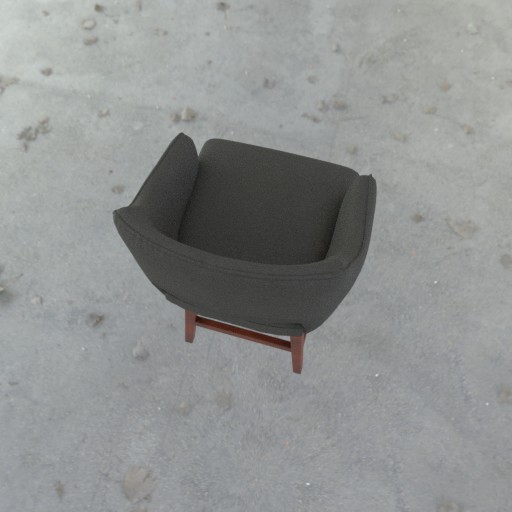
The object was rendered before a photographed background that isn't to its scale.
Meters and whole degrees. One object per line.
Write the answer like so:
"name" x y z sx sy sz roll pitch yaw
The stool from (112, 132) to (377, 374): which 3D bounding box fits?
"stool" 0.000 0.000 1.258 0.548 0.912 0.558 14 64 7
